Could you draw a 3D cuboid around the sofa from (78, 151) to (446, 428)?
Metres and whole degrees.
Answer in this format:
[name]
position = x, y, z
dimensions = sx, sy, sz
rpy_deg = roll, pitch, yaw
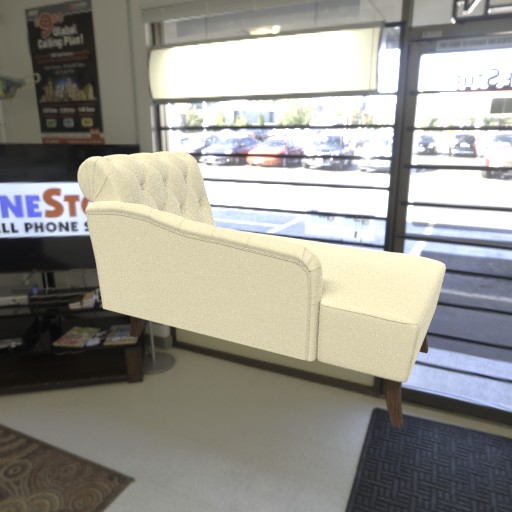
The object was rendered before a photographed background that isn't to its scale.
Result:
[sofa]
position = 0.000, 0.000, 1.802
dimensions = 1.379, 0.787, 0.675
rpy_deg = 8, 18, 27
